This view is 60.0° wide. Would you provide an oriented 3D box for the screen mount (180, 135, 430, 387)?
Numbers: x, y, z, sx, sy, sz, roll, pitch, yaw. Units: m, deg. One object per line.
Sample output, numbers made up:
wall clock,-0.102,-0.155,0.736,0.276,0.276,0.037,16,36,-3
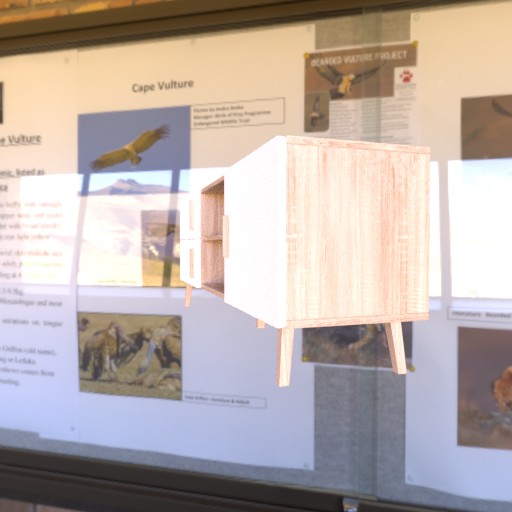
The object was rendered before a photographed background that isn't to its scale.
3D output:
screen mount,0.000,0.000,1.748,0.420,0.570,1.500,0,1,-18
